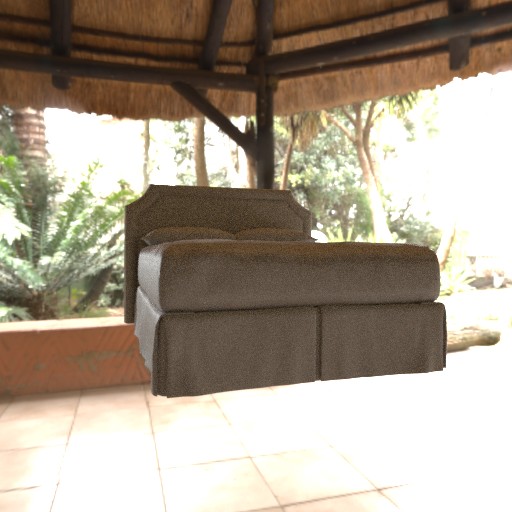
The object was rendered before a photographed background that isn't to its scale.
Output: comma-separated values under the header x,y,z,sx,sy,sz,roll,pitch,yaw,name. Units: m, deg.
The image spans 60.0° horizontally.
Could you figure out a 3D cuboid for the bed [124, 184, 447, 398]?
x,y,z,sx,sy,sz,roll,pitch,yaw,name
0.000,0.000,3.263,1.828,1.297,2.164,0,0,-18,bed
